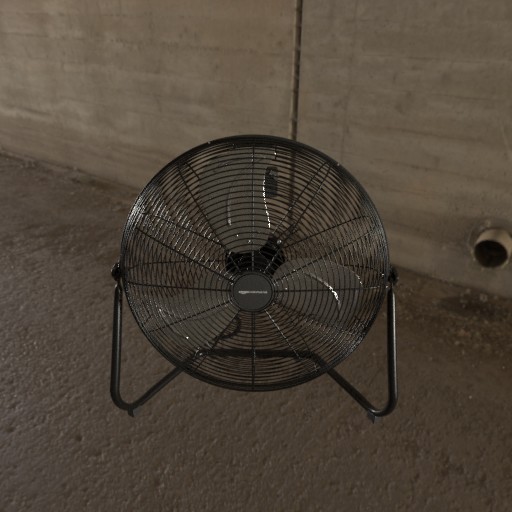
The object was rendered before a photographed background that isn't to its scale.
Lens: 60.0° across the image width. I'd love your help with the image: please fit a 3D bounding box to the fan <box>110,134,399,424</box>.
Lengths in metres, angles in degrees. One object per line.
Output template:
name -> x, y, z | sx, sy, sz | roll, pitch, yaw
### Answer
fan -> 0.000, 0.000, 1.014 | 0.595, 0.605, 0.470 | 1, 30, 1
